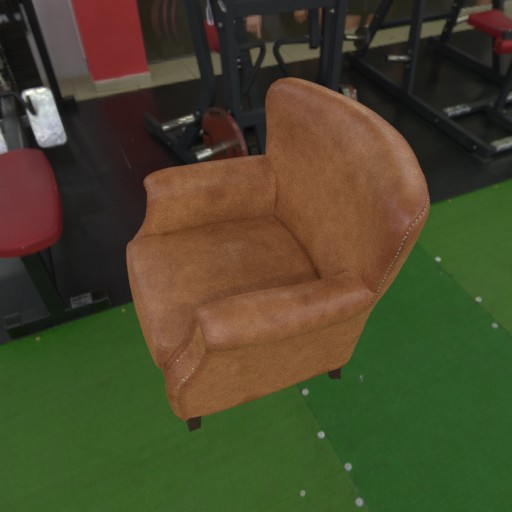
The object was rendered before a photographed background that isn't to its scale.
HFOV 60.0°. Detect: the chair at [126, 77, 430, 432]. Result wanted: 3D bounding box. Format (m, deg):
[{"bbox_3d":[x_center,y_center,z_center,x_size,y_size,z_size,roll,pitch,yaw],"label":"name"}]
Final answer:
[{"bbox_3d":[0.000,0.000,1.623,0.921,0.936,0.861,-16,48,-15],"label":"chair"}]
